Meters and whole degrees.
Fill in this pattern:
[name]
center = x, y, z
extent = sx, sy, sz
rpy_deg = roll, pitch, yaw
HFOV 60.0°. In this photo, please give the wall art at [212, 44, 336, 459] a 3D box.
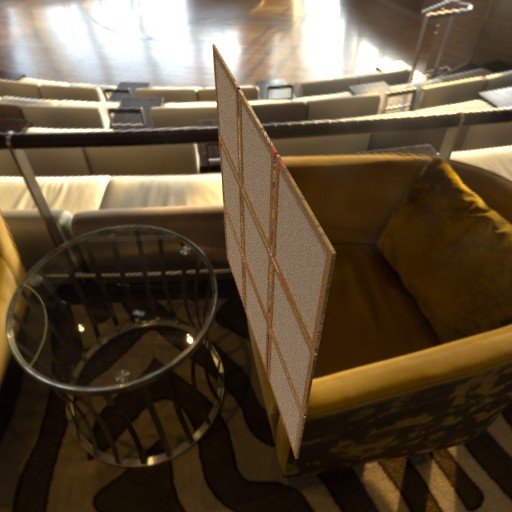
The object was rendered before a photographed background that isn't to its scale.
[wall art]
center = 0.000, 0.000, 2.259
extent = 0.013, 1.534, 1.519
rpy_deg = -12, 47, -11
